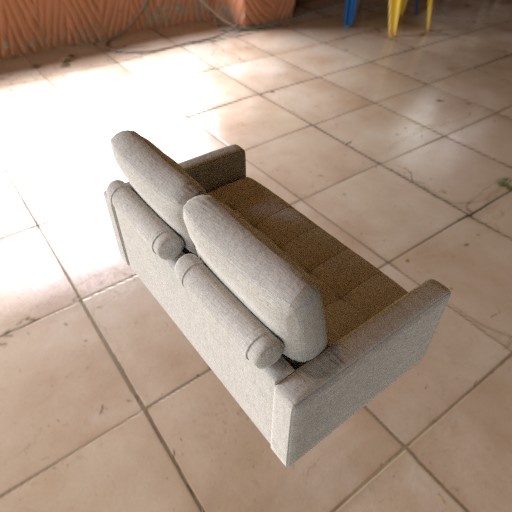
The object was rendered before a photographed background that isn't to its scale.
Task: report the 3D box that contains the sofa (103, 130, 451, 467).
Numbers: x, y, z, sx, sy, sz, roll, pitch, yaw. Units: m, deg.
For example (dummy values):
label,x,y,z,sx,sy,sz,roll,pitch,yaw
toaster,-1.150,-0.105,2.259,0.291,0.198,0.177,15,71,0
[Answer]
label,x,y,z,sx,sy,sz,roll,pitch,yaw
sofa,0.000,0.000,1.953,0.842,0.907,1.407,-27,49,-26
